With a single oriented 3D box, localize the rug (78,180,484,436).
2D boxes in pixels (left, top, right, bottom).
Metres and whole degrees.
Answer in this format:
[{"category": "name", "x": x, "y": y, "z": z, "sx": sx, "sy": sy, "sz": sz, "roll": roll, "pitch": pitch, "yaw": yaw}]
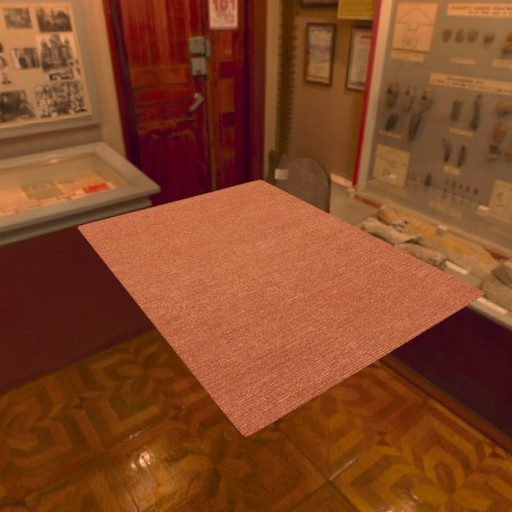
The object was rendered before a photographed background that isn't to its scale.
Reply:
[{"category": "rug", "x": 0.000, "y": 0.000, "z": 2.765, "sx": 1.594, "sy": 0.009, "sz": 2.112, "roll": -20, "pitch": 36, "yaw": -30}]
